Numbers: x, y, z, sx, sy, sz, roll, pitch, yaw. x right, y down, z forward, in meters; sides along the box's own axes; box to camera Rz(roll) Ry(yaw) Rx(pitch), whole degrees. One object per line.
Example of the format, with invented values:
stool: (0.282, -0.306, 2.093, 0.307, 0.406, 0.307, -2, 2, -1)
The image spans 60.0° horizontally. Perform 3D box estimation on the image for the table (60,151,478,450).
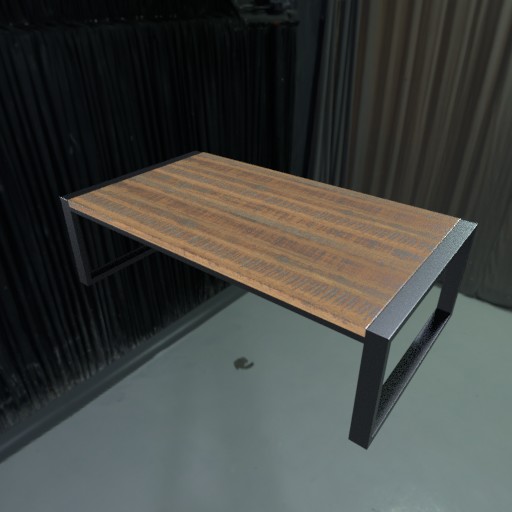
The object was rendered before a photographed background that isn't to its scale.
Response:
table: (0.000, 0.000, 1.726, 1.350, 0.400, 0.750, 22, 37, 32)
